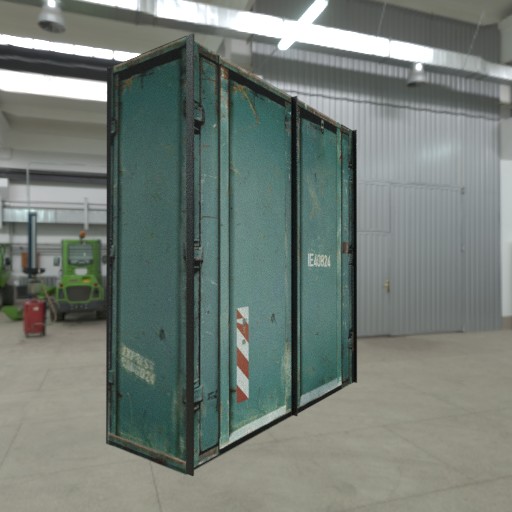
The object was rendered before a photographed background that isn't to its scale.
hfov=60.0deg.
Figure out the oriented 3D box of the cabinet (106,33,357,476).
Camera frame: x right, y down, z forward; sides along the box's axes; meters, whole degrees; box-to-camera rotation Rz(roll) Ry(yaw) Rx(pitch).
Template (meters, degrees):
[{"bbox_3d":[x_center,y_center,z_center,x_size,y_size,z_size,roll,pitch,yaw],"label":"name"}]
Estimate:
[{"bbox_3d":[0.000,0.000,3.162,0.680,2.160,2.000,0,0,36],"label":"cabinet"}]
